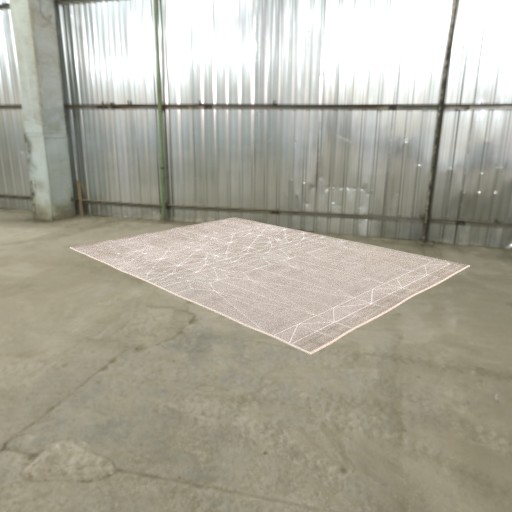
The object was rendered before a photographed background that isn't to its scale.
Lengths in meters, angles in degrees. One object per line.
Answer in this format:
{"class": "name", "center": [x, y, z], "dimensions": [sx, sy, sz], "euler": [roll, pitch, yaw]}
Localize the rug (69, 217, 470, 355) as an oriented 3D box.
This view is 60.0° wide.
{"class": "rug", "center": [0.000, 0.000, 4.544], "dimensions": [2.449, 0.019, 3.357], "euler": [-15, 22, -43]}
